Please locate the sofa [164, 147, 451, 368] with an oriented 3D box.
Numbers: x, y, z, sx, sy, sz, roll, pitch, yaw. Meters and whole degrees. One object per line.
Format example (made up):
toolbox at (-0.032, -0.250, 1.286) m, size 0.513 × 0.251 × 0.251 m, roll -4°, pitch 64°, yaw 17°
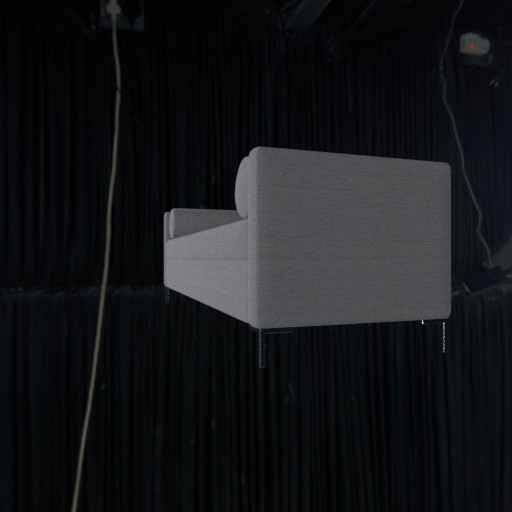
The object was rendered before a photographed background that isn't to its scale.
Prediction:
sofa at (0.000, 0.000, 2.275) m, size 0.686 × 0.635 × 1.981 m, roll 0°, pitch 0°, yaw -19°
